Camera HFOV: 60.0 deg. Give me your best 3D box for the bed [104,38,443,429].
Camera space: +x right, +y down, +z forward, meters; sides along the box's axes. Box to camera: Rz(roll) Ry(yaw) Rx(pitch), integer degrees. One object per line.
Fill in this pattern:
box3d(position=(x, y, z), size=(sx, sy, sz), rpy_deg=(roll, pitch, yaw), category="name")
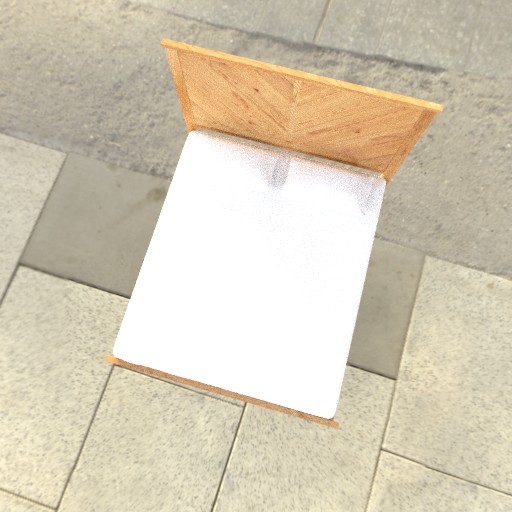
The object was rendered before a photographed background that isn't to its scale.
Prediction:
box3d(position=(0.000, 0.000, 3.517), size=(1.936, 1.686, 2.201), rpy_deg=(15, 76, 4), category="bed")
